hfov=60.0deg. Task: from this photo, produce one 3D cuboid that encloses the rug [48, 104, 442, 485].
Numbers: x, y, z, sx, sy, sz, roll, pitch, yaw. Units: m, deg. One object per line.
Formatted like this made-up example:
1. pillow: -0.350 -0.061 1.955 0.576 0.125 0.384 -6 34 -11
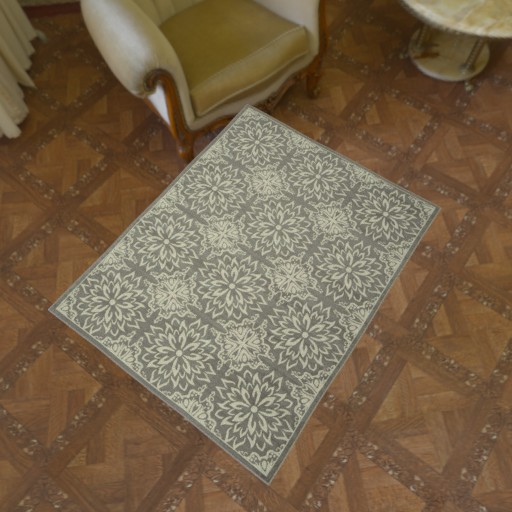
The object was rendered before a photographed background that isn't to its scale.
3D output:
1. rug: 0.000 0.000 4.122 2.363 0.012 2.980 33 68 15
